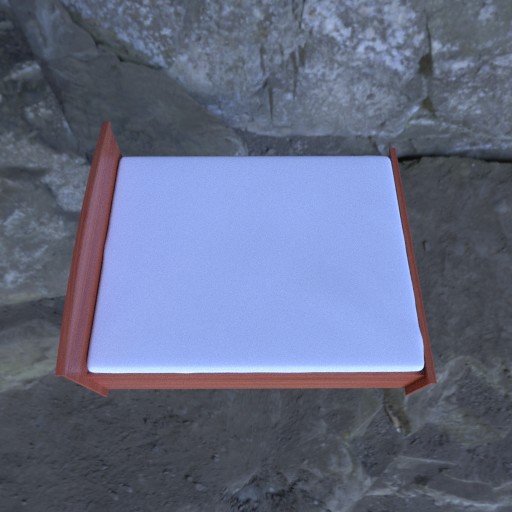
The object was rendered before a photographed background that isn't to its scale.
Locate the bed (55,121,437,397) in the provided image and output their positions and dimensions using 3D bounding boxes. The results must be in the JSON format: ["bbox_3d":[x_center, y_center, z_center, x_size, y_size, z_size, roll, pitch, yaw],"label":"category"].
[{"bbox_3d":[0.000,0.000,2.944,2.053,0.848,1.683,0,64,0],"label":"bed"}]
